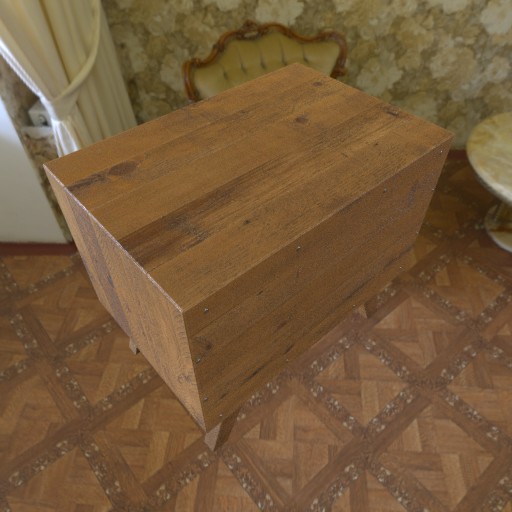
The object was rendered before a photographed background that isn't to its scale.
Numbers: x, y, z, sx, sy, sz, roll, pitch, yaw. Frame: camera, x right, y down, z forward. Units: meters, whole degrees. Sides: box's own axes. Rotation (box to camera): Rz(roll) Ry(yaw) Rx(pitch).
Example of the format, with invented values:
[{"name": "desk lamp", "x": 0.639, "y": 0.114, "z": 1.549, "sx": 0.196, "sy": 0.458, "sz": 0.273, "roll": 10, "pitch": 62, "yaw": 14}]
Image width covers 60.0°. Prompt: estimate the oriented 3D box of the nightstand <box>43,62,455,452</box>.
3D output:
[{"name": "nightstand", "x": 0.000, "y": 0.000, "z": 1.054, "sx": 0.650, "sy": 0.599, "sz": 0.450, "roll": -33, "pitch": 55, "yaw": -27}]
